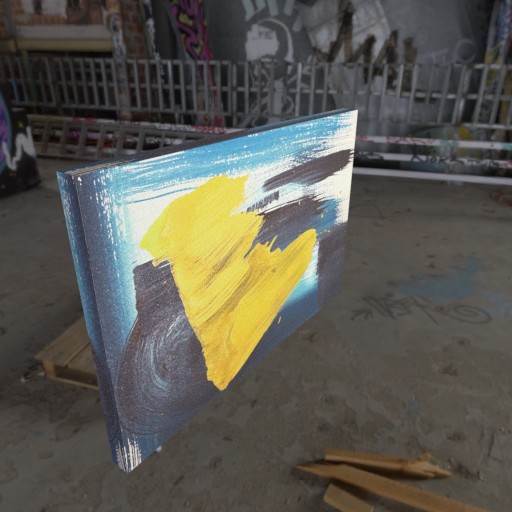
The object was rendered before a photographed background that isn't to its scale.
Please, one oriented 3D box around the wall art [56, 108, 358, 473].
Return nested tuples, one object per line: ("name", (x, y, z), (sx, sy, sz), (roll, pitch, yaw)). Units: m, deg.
("wall art", (0.000, 0.000, 0.733), (0.033, 0.406, 0.609), (18, 31, 33))
